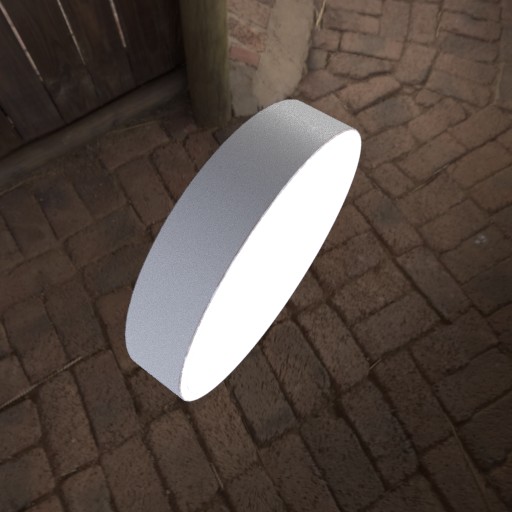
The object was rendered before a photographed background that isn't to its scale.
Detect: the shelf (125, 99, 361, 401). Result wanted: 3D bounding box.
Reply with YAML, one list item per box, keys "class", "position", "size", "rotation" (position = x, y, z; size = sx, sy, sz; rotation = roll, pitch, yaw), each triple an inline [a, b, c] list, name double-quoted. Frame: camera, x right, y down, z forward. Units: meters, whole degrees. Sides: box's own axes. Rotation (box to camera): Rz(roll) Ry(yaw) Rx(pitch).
- class: "shelf"
  position: [0.000, 0.000, 1.200]
  size: [0.158, 0.807, 0.806]
  rotation: [33, 68, 15]
